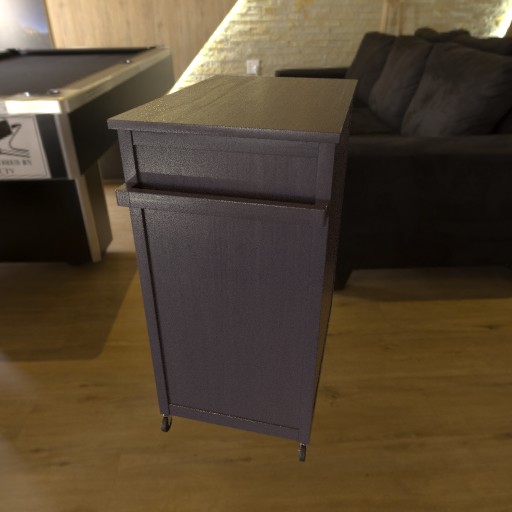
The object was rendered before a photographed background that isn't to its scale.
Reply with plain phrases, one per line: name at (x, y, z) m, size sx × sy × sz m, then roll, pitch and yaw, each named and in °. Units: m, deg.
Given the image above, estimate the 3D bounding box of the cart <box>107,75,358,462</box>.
cart at (0.000, 0.000, 1.276) m, size 0.449 × 0.878 × 0.690 m, roll 7°, pitch 30°, yaw 12°
